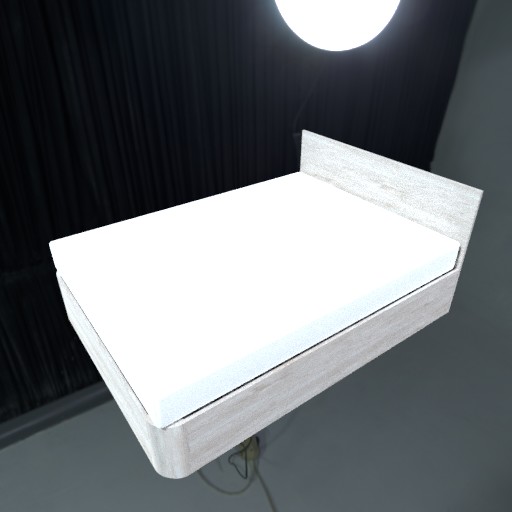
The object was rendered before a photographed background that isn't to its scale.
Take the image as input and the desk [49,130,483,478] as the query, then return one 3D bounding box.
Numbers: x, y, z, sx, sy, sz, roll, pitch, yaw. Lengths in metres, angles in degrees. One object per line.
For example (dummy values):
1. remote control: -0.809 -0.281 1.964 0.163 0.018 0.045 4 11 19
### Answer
1. desk: 0.000 0.000 2.513 1.900 0.800 1.400 -21 37 -30
